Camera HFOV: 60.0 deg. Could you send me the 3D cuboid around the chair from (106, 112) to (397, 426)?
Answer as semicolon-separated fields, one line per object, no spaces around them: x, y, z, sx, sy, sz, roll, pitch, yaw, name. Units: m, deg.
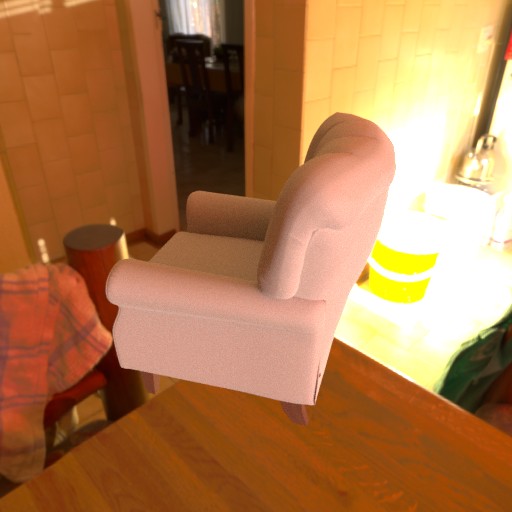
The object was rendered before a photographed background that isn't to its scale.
0.000;0.000;2.093;1.128;1.217;1.090;8;30;13;chair
